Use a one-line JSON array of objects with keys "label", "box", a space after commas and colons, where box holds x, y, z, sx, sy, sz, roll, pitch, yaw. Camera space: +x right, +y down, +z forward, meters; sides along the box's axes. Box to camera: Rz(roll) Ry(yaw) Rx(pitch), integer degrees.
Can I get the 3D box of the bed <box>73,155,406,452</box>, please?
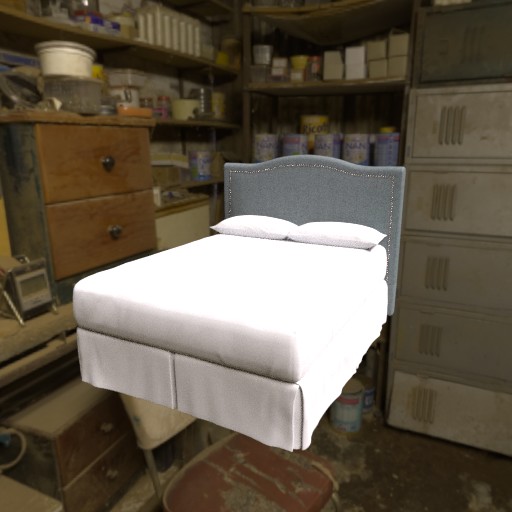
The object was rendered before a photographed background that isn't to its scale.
[{"label": "bed", "box": [0.000, 0.000, 3.367, 1.753, 1.460, 2.143, 7, 16, 27]}]
